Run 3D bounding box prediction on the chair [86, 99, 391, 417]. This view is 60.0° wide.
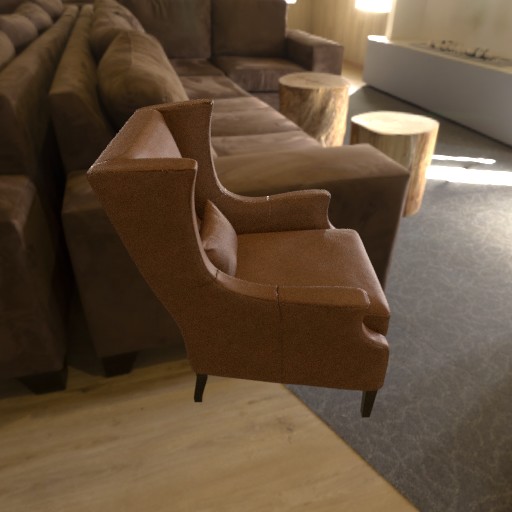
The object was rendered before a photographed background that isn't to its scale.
[{"bbox_3d":[0.000,0.000,1.716,0.925,1.016,0.852,-1,33,-1],"label":"chair"}]
